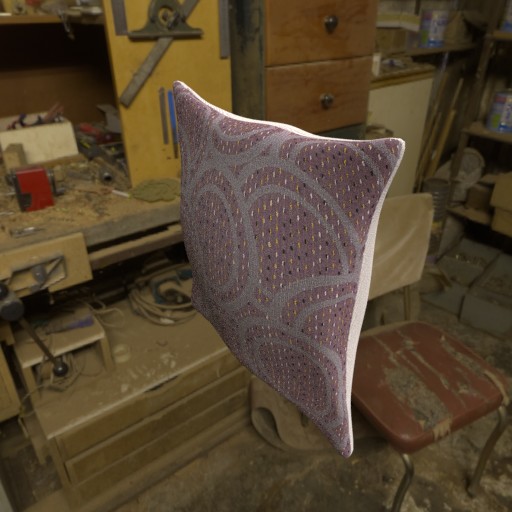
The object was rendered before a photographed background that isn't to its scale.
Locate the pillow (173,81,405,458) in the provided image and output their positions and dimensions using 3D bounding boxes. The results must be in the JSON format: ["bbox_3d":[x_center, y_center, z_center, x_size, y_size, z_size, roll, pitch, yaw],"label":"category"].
[{"bbox_3d":[0.000,0.000,0.764,0.163,0.513,0.514,-20,35,-30],"label":"pillow"}]
